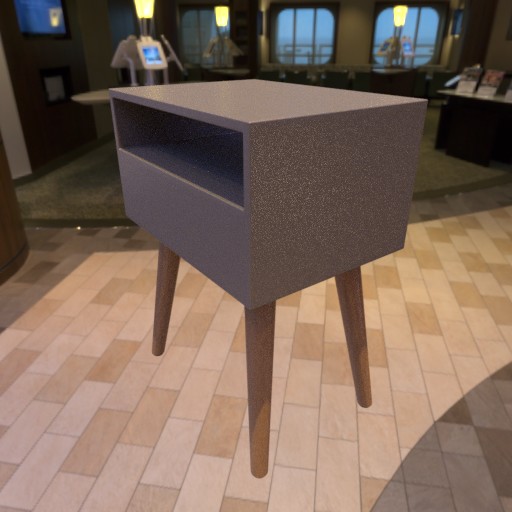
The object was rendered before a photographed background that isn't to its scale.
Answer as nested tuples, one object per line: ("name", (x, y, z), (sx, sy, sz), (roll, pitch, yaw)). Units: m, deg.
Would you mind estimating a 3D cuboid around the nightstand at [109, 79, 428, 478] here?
("nightstand", (0.000, 0.000, 0.732), (0.288, 0.508, 0.370), (-18, 32, -32))
